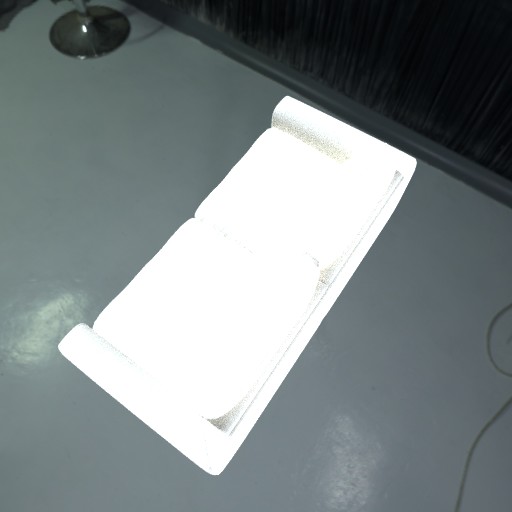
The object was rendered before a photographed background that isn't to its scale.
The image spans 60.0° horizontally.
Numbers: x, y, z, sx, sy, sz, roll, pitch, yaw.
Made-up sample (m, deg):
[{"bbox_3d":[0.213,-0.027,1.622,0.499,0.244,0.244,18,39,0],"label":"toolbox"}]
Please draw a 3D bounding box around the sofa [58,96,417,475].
[{"bbox_3d":[0.000,0.000,2.751,1.070,0.801,2.262,32,67,15],"label":"sofa"}]
